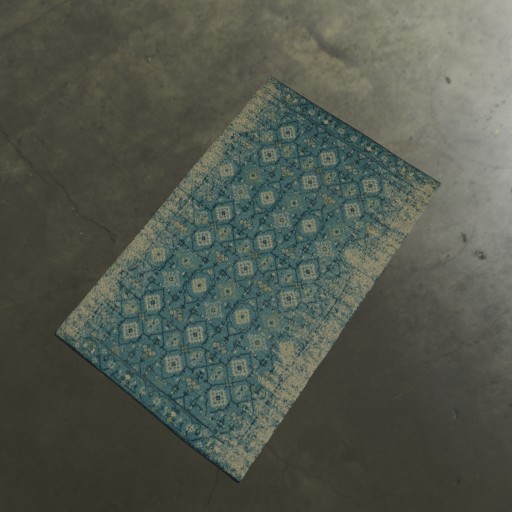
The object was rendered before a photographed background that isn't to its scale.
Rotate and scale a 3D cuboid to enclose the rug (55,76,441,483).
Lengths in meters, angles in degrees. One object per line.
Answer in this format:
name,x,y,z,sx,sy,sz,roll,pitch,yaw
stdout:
rug,0.000,0.000,3.049,1.530,0.015,2.449,35,78,9
